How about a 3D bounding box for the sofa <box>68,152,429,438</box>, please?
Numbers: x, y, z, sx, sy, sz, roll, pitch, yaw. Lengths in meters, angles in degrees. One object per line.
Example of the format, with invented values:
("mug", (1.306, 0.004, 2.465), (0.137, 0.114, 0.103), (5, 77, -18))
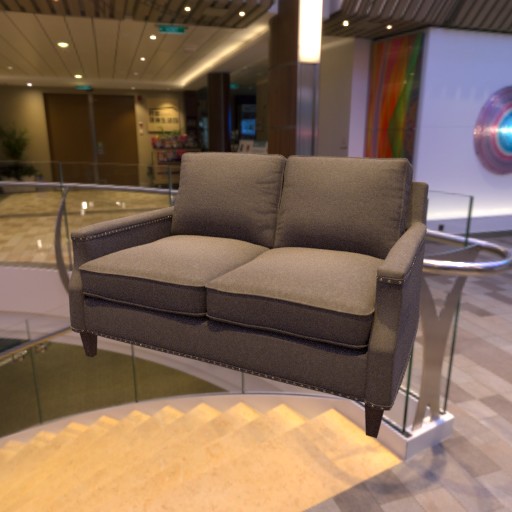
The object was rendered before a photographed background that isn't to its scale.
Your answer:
("sofa", (0.000, 0.000, 2.273), (1.597, 1.003, 1.084), (7, 17, 25))
